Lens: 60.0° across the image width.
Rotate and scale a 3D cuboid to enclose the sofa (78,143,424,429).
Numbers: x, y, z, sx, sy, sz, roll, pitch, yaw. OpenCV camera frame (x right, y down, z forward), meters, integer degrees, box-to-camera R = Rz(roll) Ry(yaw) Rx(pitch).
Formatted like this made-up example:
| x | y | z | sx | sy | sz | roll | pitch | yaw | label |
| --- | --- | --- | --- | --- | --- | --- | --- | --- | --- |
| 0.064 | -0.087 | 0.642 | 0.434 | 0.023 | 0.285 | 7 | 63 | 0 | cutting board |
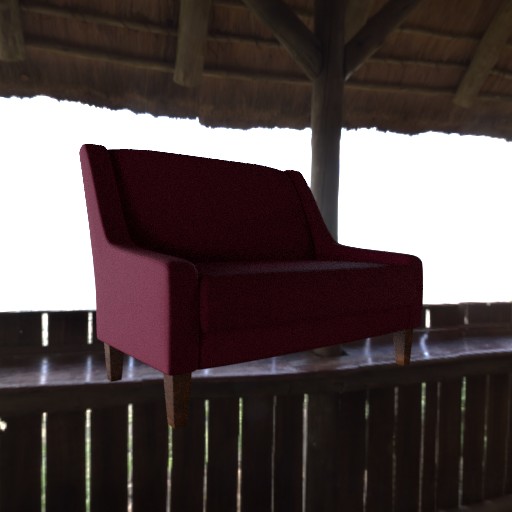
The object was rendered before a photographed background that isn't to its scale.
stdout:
| x | y | z | sx | sy | sz | roll | pitch | yaw | label |
| --- | --- | --- | --- | --- | --- | --- | --- | --- | --- |
| 0.000 | 0.000 | 1.931 | 1.242 | 0.976 | 0.946 | -1 | 2 | -37 | sofa |
